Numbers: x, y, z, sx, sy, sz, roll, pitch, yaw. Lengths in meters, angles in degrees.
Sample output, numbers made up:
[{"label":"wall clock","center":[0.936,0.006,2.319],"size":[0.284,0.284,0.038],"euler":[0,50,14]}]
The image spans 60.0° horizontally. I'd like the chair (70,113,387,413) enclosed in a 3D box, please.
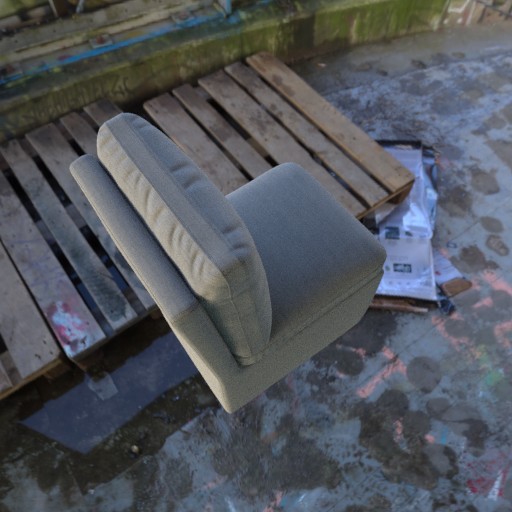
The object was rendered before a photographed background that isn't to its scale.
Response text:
[{"label":"chair","center":[0.000,0.000,1.313],"size":[0.698,0.927,0.503],"euler":[-31,63,-18]}]
